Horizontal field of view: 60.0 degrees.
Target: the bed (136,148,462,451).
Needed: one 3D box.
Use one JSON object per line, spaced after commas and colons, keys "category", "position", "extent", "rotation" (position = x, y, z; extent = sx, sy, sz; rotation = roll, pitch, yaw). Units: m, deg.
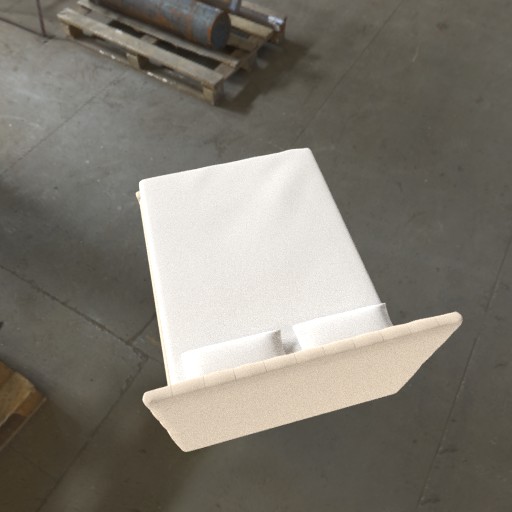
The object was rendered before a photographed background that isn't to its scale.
{"category": "bed", "position": [0.000, 0.000, 3.360], "extent": [1.696, 1.426, 2.233], "rotation": [-13, 59, -8]}
